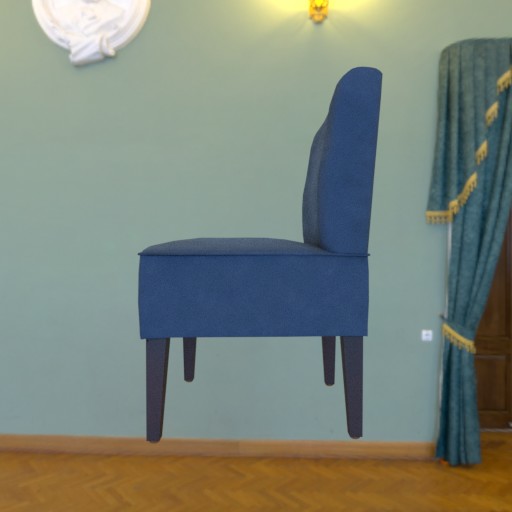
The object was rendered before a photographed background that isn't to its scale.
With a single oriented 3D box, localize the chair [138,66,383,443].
[{"bbox_3d":[0.000,0.000,1.180,0.551,0.806,0.521,0,0,1],"label":"chair"}]
